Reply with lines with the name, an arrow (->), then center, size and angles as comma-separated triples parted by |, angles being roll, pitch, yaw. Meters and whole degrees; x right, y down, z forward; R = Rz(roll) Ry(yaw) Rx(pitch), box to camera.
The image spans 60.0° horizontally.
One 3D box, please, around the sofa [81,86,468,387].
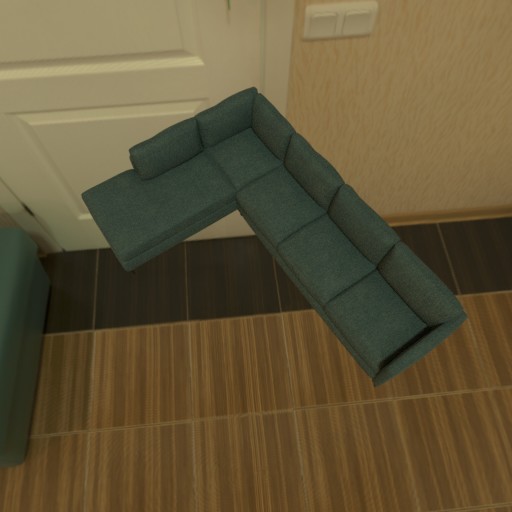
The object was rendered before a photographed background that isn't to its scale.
sofa -> 0.000, 0.000, 3.862 | 2.007, 0.815, 2.949 | -32, 68, -15
